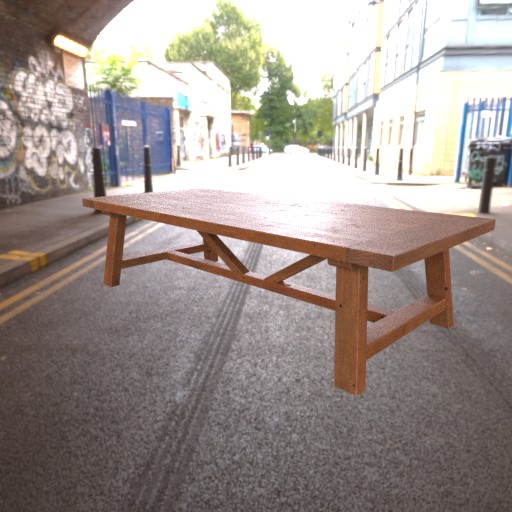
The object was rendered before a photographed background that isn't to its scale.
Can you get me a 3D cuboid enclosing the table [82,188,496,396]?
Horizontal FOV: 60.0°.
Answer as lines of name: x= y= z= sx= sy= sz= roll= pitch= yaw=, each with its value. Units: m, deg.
table: x=0.000 y=0.000 z=2.101 sx=1.800 sy=0.465 sz=0.820 roll=13 pitch=19 yaw=43
